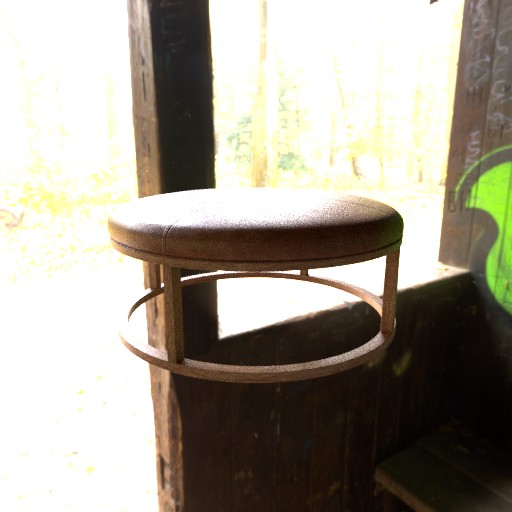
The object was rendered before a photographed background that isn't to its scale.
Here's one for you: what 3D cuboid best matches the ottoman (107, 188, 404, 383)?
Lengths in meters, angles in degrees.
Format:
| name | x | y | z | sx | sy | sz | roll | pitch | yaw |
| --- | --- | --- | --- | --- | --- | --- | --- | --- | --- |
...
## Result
| name | x | y | z | sx | sy | sz | roll | pitch | yaw |
| --- | --- | --- | --- | --- | --- | --- | --- | --- | --- |
| ottoman | 0.000 | 0.000 | 1.604 | 1.006 | 0.445 | 1.006 | 0 | 14 | 0 |
